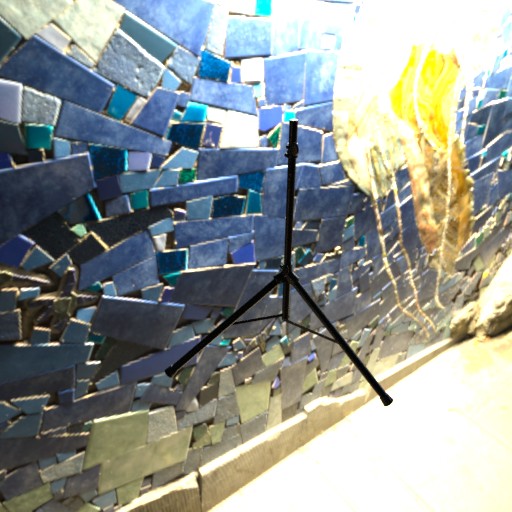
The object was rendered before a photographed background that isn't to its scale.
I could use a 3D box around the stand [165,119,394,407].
[{"bbox_3d":[0.000,0.000,1.924,0.907,1.136,1.045,-11,33,-17],"label":"stand"}]
